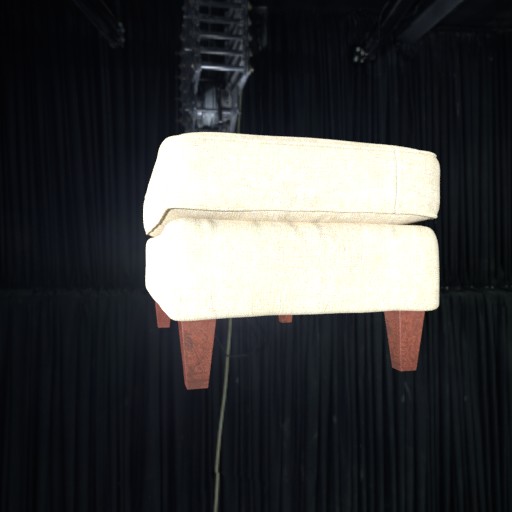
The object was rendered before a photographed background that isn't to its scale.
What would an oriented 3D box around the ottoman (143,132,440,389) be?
[{"bbox_3d":[0.000,0.000,1.232,0.583,0.484,0.862,0,0,-16],"label":"ottoman"}]
